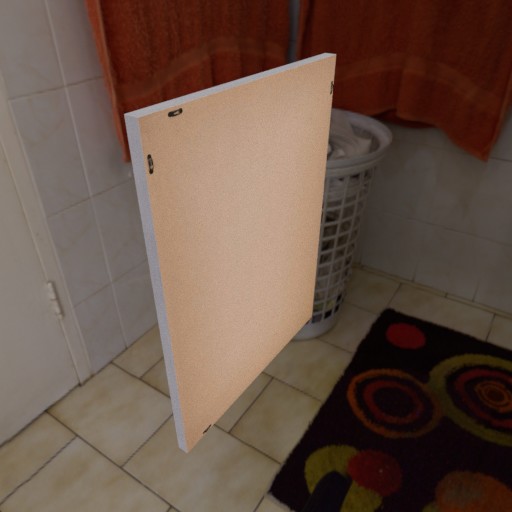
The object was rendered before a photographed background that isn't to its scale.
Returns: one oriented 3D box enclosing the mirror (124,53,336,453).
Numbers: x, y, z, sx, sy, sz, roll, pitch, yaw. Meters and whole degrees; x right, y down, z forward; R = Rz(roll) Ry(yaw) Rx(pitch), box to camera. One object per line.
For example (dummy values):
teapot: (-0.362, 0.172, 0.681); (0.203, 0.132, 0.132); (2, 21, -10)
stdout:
mirror: (0.000, 0.000, 1.328); (0.041, 1.016, 0.762); (22, 40, 29)
